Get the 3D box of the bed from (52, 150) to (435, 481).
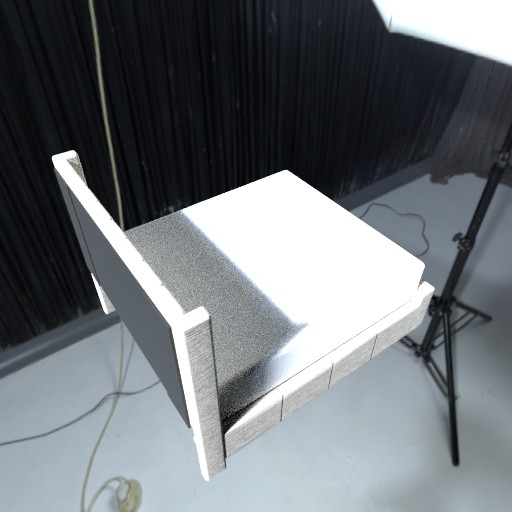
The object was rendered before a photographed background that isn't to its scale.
[{"bbox_3d":[0.000,0.000,3.777,2.370,1.743,2.045,-25,47,-26],"label":"bed"}]
